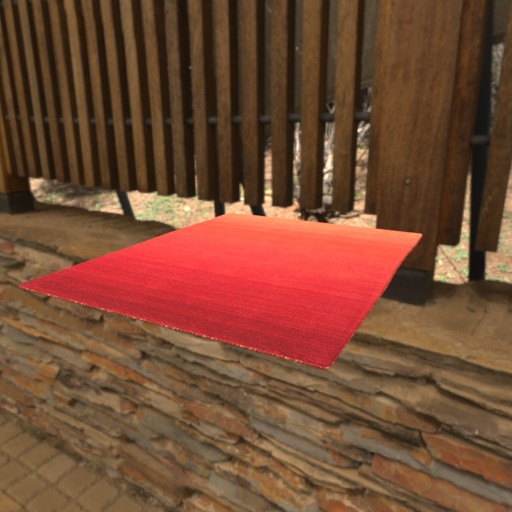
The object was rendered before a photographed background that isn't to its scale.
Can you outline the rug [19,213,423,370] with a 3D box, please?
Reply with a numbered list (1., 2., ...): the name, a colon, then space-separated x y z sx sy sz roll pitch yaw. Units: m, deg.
1. rug: 0.000 0.000 3.853 2.340 0.028 2.905 9 19 27
